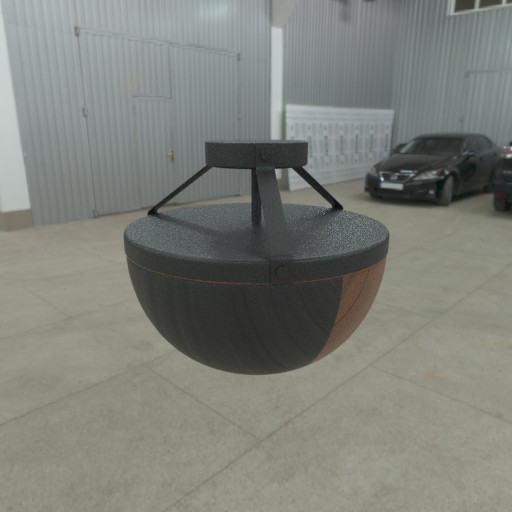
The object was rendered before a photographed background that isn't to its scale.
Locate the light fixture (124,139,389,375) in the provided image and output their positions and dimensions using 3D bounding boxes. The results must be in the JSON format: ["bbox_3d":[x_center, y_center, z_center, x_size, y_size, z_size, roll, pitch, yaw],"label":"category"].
[{"bbox_3d":[0.000,0.000,0.535,0.304,0.269,0.304,0,16,0],"label":"light fixture"}]
